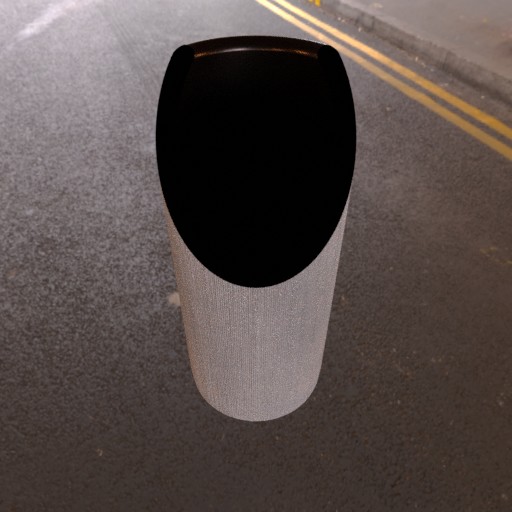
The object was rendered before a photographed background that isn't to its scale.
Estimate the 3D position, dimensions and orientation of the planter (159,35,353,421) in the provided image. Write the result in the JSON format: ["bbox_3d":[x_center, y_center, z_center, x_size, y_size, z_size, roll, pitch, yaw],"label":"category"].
[{"bbox_3d":[0.000,0.000,0.124,0.045,0.103,0.045,12,43,13],"label":"planter"}]
